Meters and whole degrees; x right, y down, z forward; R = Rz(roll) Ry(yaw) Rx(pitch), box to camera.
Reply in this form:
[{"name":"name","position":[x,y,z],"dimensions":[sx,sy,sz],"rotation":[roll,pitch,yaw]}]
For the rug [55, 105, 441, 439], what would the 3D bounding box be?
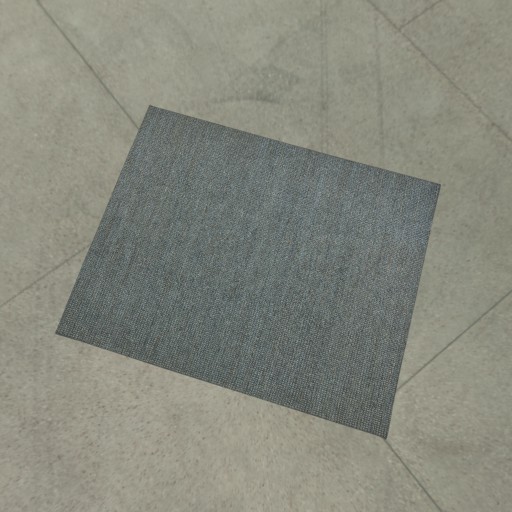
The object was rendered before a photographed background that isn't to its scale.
[{"name":"rug","position":[0.000,0.000,4.179],"dimensions":[3.068,0.021,2.456],"rotation":[16,76,4]}]
